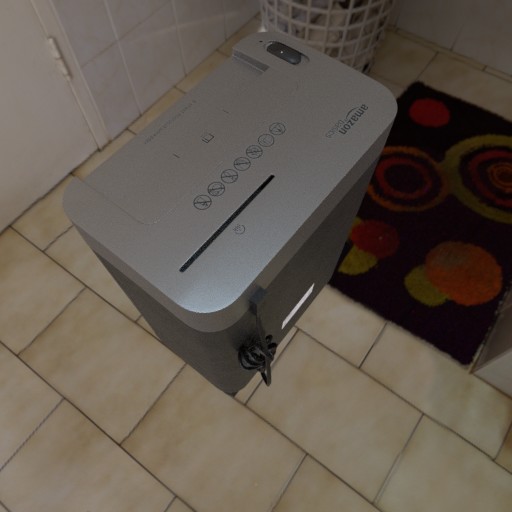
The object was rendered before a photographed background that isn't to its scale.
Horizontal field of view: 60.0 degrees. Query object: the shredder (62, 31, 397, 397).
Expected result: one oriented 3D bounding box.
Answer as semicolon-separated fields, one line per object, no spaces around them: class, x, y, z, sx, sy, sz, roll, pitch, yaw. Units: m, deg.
shredder;0.000;0.000;0.600;0.237;0.419;0.311;35;68;17
